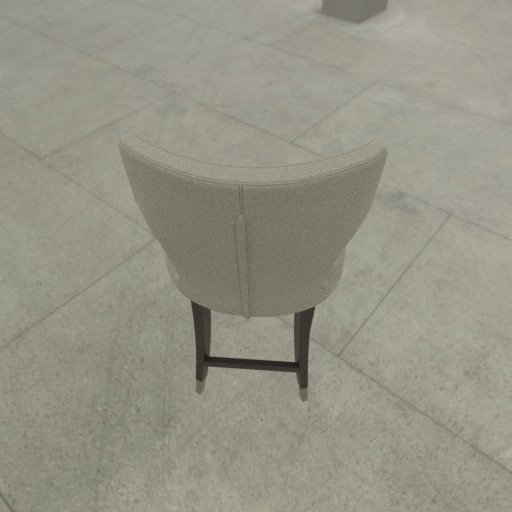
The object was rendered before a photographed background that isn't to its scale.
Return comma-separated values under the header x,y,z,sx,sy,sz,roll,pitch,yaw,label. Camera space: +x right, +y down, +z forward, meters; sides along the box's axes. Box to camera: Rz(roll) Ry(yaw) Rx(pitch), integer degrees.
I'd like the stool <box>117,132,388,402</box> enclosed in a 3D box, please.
x,y,z,sx,sy,sz,roll,pitch,yaw,label
0.000,0.000,1.309,0.527,0.982,0.563,3,47,3,stool
